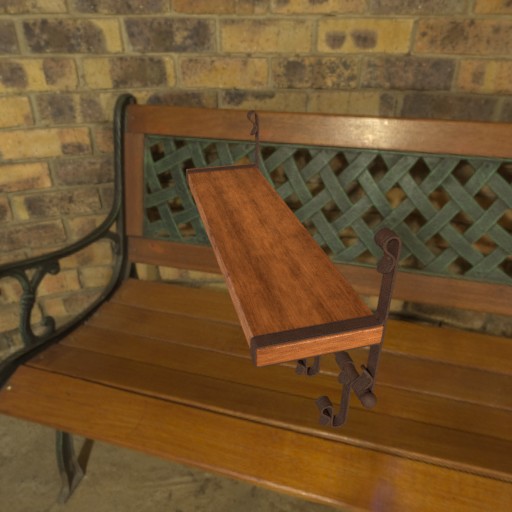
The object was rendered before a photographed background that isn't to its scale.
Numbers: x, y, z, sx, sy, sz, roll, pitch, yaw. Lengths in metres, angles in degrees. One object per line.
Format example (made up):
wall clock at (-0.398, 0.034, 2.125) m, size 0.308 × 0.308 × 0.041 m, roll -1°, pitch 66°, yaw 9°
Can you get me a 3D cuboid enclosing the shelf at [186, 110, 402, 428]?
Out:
shelf at (0.000, 0.000, 0.707) m, size 0.146 × 0.330 × 0.567 m, roll -8°, pitch 32°, yaw -13°
